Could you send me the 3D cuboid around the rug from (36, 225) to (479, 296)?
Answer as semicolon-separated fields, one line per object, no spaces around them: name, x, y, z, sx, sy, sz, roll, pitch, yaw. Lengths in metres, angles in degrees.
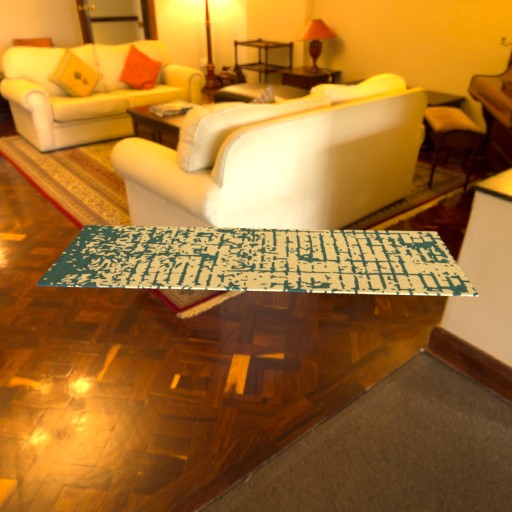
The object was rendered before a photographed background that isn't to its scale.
rug;0.000;0.000;2.751;2.435;0.011;0.750;1;30;2
